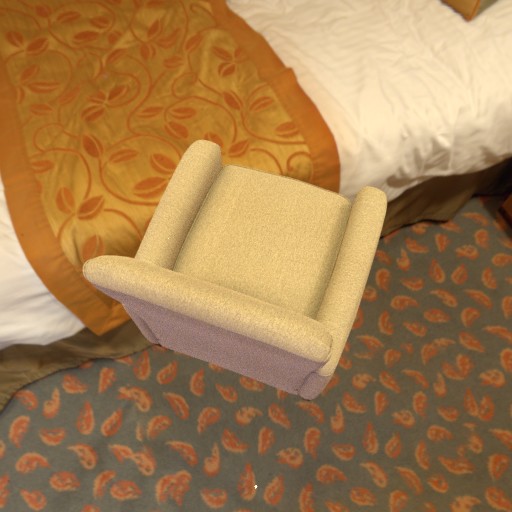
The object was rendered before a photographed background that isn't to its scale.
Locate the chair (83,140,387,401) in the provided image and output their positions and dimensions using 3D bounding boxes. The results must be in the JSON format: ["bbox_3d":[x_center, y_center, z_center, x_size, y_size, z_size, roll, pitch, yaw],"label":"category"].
[{"bbox_3d":[0.000,0.000,1.692,0.848,1.014,0.864,18,64,9],"label":"chair"}]
